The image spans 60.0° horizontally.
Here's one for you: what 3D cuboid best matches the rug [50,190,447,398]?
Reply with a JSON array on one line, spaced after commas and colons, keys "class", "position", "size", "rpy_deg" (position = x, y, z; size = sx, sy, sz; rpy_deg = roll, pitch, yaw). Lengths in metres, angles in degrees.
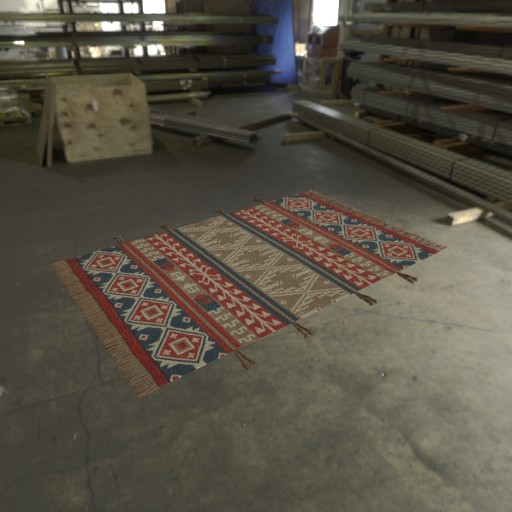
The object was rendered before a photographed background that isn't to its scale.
[{"class": "rug", "position": [0.000, 0.000, 3.144], "size": [2.450, 0.048, 1.778], "rpy_deg": [-20, 35, -31]}]
